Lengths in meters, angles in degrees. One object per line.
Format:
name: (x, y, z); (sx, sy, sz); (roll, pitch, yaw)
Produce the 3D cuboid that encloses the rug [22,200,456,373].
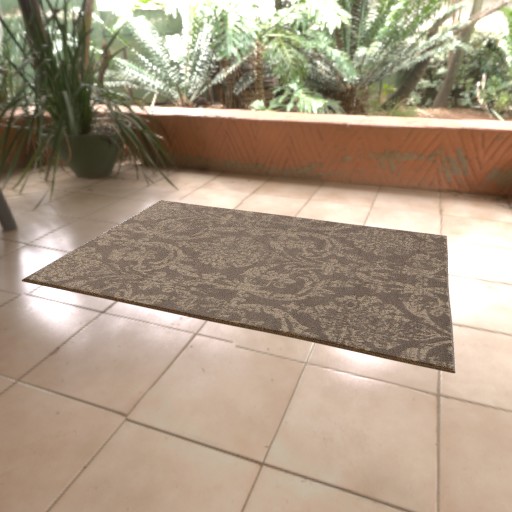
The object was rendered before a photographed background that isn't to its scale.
rug: (0.000, 0.000, 2.236); (1.824, 0.012, 1.206); (9, 27, 18)
